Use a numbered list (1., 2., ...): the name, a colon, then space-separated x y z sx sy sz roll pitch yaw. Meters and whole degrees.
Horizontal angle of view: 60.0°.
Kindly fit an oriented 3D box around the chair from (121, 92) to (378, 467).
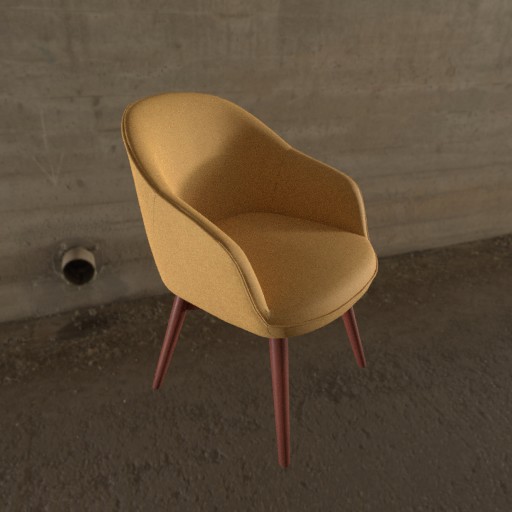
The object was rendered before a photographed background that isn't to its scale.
1. chair: 0.000 0.000 1.236 0.635 0.823 0.596 18 31 32
